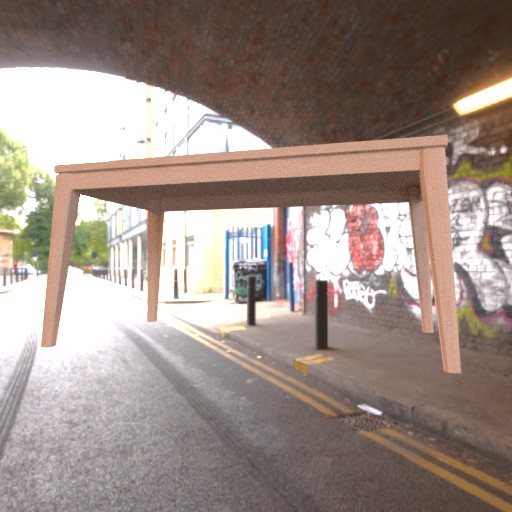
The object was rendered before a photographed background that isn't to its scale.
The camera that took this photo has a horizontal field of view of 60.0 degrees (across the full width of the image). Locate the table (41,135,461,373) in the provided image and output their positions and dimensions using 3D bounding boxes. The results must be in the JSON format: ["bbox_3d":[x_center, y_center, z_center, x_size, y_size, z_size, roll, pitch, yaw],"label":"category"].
[{"bbox_3d":[0.000,0.000,2.044,1.600,0.760,0.900,0,-1,16],"label":"table"}]
